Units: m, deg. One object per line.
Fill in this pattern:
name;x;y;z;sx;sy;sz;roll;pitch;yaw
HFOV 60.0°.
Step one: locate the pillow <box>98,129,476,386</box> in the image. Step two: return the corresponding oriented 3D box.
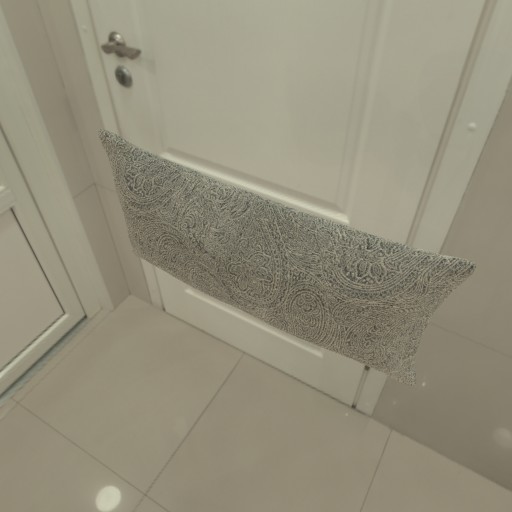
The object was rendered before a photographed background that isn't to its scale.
pillow;0.000;0.000;0.743;0.615;0.295;0.151;23;50;21
